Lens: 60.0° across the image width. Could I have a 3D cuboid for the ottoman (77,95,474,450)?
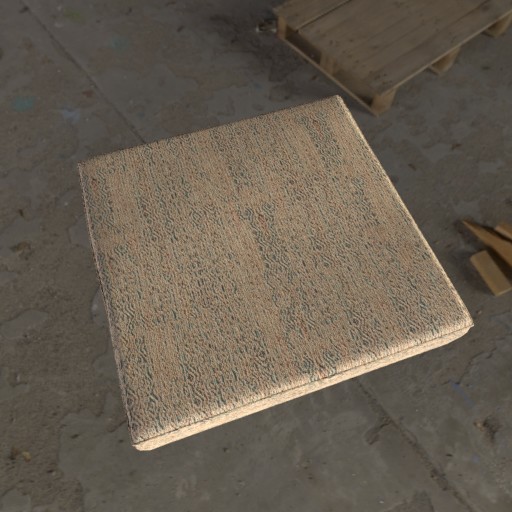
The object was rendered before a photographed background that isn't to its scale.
[{"bbox_3d":[0.000,0.000,1.520,1.004,0.356,0.968,-17,64,-8],"label":"ottoman"}]
